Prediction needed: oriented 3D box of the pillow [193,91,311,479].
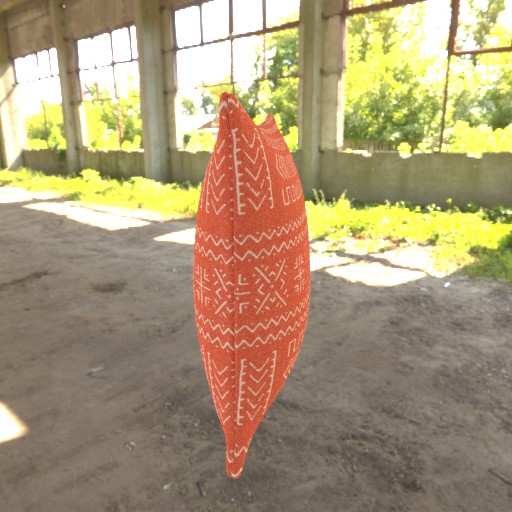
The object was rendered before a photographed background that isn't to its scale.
[{"bbox_3d":[0.000,0.000,0.661,0.164,0.429,0.438,2,15,7],"label":"pillow"}]
